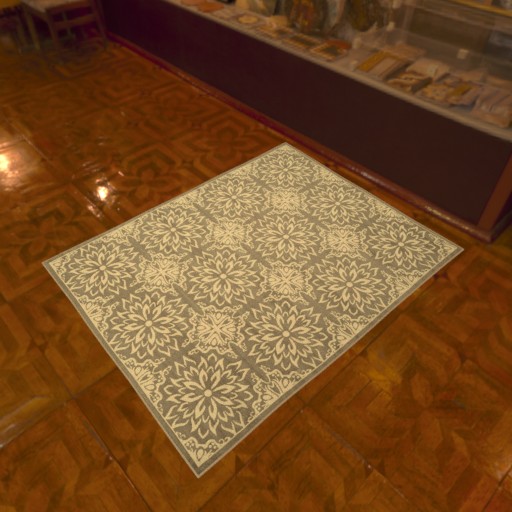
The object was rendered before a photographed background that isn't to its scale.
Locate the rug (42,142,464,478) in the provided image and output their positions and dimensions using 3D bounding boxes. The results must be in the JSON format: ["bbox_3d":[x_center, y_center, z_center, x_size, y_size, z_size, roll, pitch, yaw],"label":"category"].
[{"bbox_3d":[0.000,0.000,3.982,2.980,0.012,2.363,-32,54,-27],"label":"rug"}]
